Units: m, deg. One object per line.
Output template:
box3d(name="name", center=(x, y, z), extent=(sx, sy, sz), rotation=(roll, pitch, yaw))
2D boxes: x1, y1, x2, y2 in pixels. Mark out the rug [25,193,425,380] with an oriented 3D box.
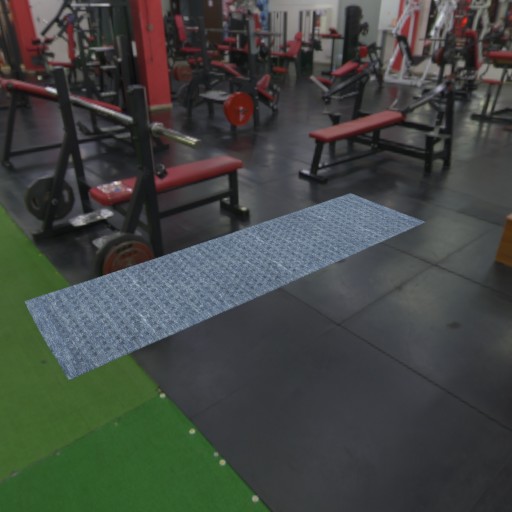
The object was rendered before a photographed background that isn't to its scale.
box3d(name="rug", center=(0.000, 0.000, 2.660), extent=(2.443, 0.008, 0.688), rotation=(-21, 36, -32))
